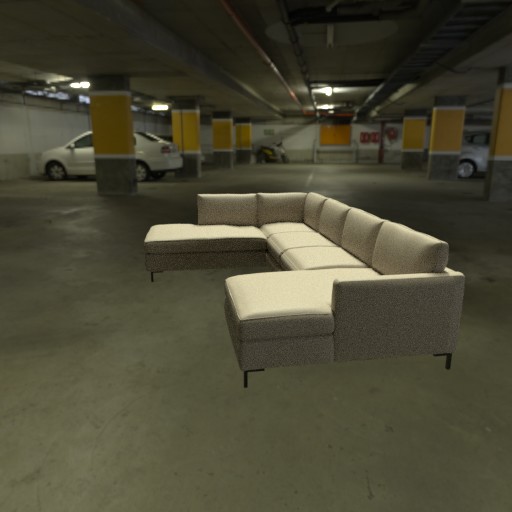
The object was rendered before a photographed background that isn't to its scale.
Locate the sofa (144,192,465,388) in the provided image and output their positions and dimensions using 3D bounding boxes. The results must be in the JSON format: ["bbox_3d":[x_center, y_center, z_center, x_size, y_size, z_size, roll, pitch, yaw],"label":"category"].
[{"bbox_3d":[0.000,0.000,3.572,1.879,0.756,2.737,-2,14,-9],"label":"sofa"}]
